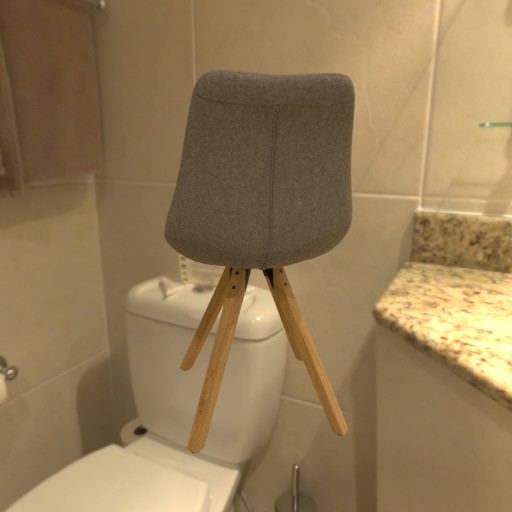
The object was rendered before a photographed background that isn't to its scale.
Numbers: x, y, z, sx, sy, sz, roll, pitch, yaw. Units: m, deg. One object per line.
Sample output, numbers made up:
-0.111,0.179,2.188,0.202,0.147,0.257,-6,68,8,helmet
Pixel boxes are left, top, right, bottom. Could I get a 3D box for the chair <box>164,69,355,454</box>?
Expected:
0.000,0.000,1.206,0.483,0.865,0.550,-3,14,-10,chair
